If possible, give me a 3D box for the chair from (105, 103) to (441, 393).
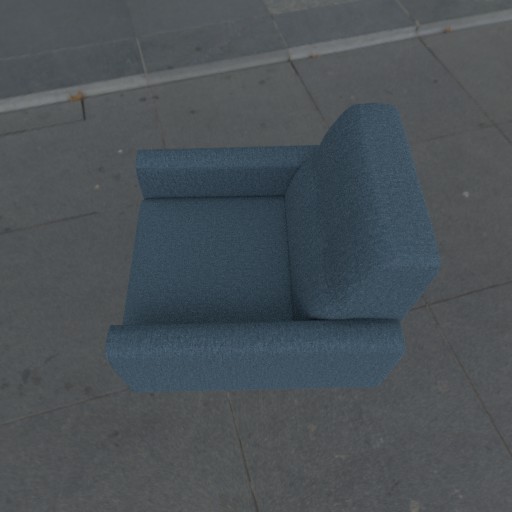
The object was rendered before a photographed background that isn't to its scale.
[{"bbox_3d":[0.000,0.000,1.676,0.964,0.940,0.880,-1,58,-1],"label":"chair"}]
